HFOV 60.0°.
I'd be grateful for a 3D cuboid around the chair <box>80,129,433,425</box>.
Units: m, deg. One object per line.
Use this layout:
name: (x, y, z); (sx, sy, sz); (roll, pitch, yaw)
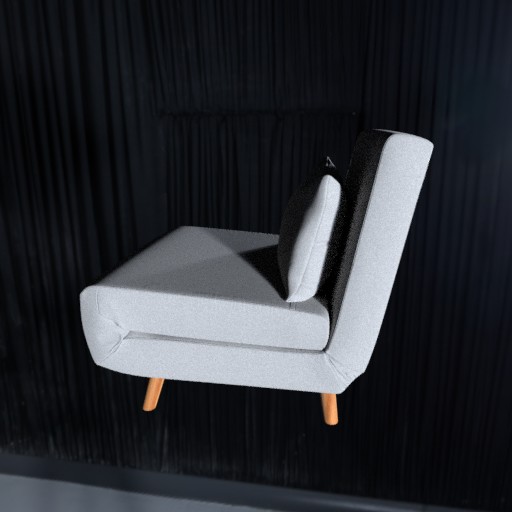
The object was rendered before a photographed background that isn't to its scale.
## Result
chair: (0.000, 0.000, 1.469); (0.902, 0.808, 0.770); (2, 16, 8)
